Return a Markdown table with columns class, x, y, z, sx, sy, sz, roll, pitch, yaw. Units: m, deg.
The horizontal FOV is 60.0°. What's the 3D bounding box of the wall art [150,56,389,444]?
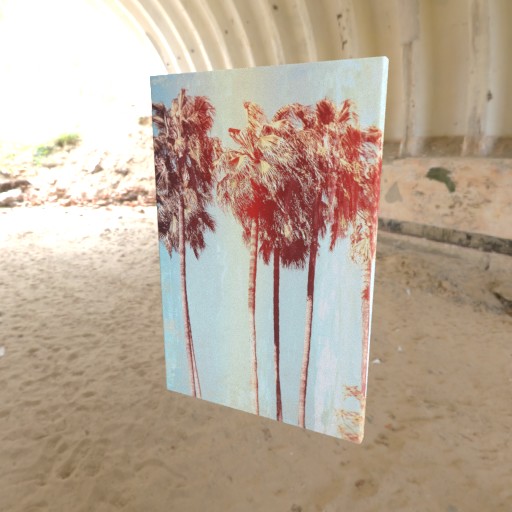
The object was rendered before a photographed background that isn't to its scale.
| class | x | y | z | sx | sy | sz | roll | pitch | yaw |
| --- | --- | --- | --- | --- | --- | --- | --- | --- | --- |
| wall art | 0.000 | 0.000 | 1.156 | 0.605 | 0.915 | 0.037 | 7 | 15 | 25 |
